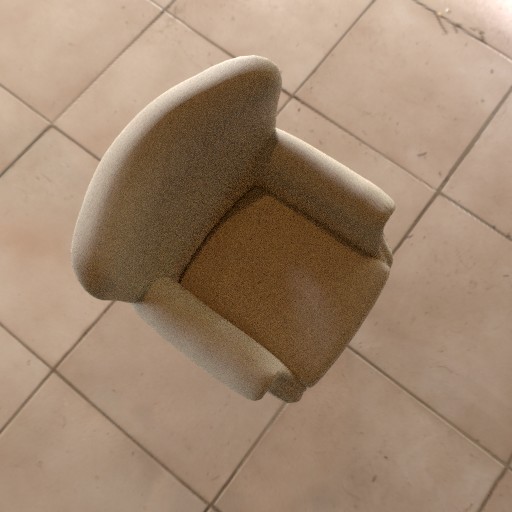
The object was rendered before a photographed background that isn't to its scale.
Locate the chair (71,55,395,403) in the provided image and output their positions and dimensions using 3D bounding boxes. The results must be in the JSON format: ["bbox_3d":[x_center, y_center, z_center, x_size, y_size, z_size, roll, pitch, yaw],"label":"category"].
[{"bbox_3d":[0.000,0.000,1.621,0.921,0.936,0.861,36,79,8],"label":"chair"}]
